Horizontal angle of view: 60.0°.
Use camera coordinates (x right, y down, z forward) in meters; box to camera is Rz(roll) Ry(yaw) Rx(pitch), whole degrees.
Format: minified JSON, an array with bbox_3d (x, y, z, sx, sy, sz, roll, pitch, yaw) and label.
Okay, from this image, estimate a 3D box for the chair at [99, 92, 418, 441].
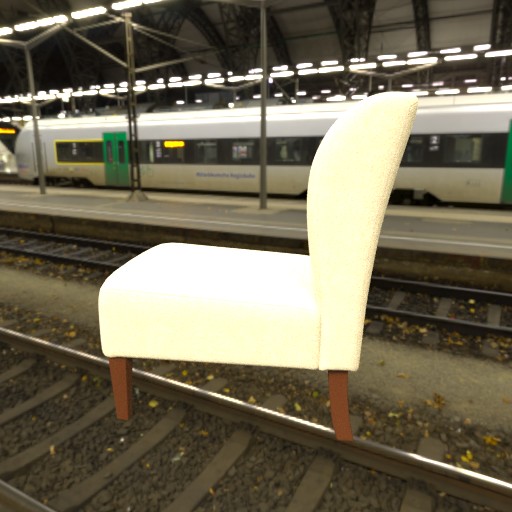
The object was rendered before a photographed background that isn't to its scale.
[{"bbox_3d":[0.000,0.000,1.288,0.754,0.833,0.521,2,13,8],"label":"chair"}]
